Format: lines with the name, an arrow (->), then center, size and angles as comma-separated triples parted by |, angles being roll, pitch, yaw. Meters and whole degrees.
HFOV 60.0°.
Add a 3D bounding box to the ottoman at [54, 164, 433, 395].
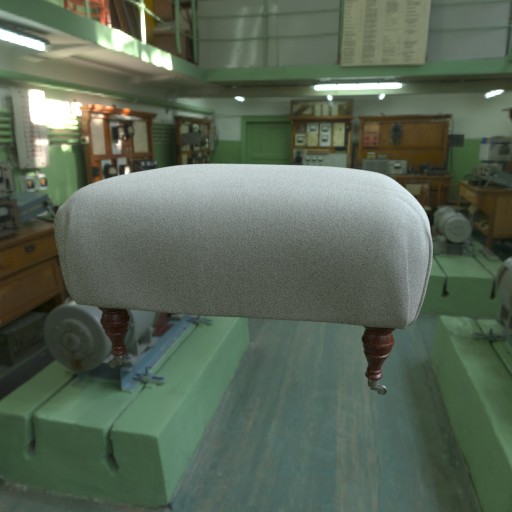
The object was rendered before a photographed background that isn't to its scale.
ottoman -> 0.000, 0.000, 1.123 | 0.746, 0.450, 0.639 | 3, 15, 10
